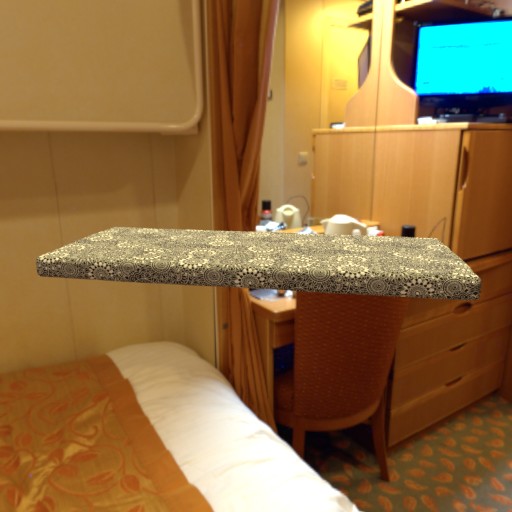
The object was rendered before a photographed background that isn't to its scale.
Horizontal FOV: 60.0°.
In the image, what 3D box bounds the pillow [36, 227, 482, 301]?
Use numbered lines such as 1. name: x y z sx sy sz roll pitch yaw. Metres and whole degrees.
1. pillow: 0.000 0.000 1.347 1.187 0.081 0.492 2 15 10
